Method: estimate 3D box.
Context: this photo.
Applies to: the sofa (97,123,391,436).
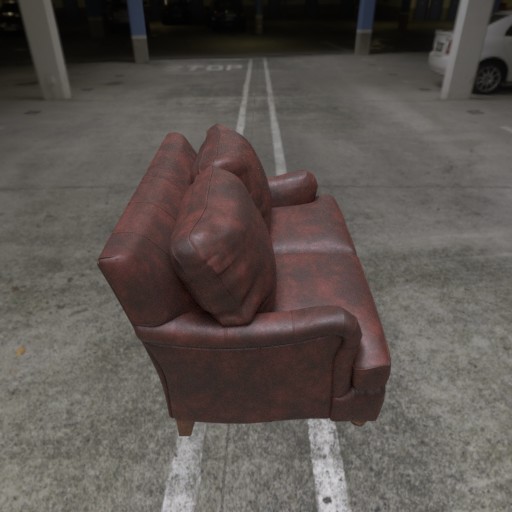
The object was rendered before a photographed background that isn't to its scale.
[{"bbox_3d":[0.000,0.000,2.431,1.148,1.070,1.628,0,32,0],"label":"sofa"}]
